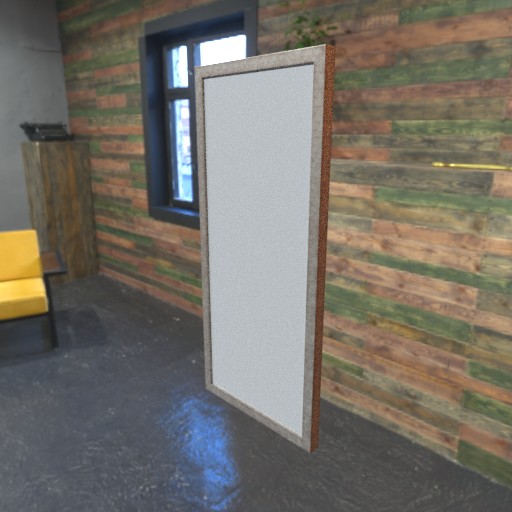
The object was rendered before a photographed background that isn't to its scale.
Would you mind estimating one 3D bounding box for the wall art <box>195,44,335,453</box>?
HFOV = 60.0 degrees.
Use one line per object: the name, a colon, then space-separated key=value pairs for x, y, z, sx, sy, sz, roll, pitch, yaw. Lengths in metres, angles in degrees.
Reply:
wall art: x=0.000 y=0.000 z=1.770 sx=0.051 sy=1.461 sz=0.648 roll=-15 pitch=21 yaw=-43
